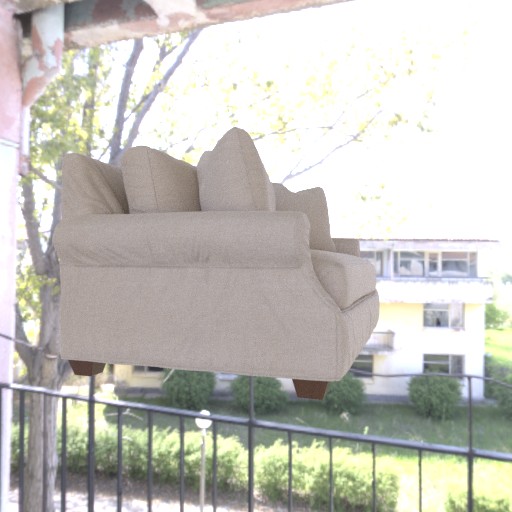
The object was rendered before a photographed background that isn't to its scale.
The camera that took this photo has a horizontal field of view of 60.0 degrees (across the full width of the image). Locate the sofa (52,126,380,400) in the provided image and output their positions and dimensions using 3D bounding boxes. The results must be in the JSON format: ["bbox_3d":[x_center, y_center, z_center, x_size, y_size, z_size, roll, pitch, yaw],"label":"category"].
[{"bbox_3d":[0.000,0.000,2.135,1.070,0.905,1.550,0,-1,20],"label":"sofa"}]
